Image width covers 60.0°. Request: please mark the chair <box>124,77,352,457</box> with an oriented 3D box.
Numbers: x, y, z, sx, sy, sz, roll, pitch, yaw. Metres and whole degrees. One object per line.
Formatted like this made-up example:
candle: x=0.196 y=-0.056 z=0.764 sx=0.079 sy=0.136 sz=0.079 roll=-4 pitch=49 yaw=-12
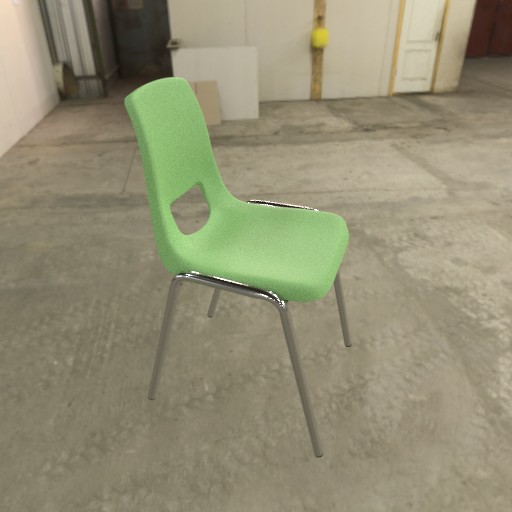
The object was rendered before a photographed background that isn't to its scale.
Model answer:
chair: x=0.000 y=0.000 z=0.974 sx=0.436 sy=0.704 sz=0.381 roll=11 pitch=33 yaw=17
